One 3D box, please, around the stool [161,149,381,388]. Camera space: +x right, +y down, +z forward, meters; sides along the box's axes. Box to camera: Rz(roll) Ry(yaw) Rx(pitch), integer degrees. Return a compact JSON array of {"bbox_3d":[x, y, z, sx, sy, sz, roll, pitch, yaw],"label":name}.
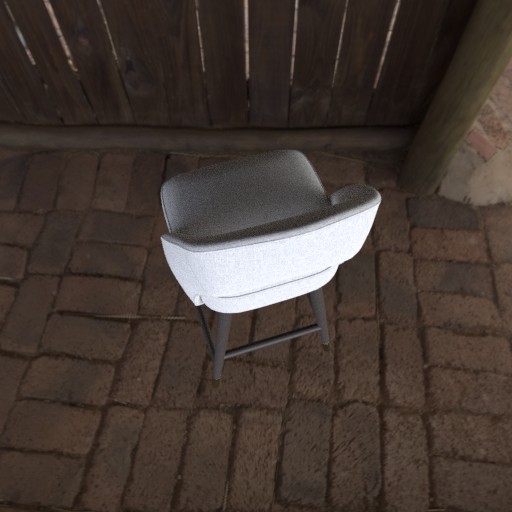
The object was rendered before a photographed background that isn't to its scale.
[{"bbox_3d":[0.000,0.000,1.298,0.494,0.940,0.509,-16,60,-9],"label":"stool"}]
